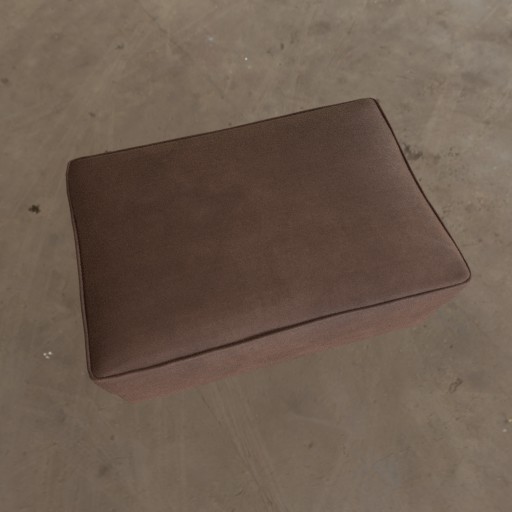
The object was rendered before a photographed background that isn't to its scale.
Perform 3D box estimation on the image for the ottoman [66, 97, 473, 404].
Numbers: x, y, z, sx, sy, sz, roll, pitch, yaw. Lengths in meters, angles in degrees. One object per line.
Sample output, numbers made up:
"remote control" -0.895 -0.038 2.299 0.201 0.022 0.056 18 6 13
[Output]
"ottoman" 0.000 0.000 1.213 0.860 0.481 0.596 -14 64 -7
